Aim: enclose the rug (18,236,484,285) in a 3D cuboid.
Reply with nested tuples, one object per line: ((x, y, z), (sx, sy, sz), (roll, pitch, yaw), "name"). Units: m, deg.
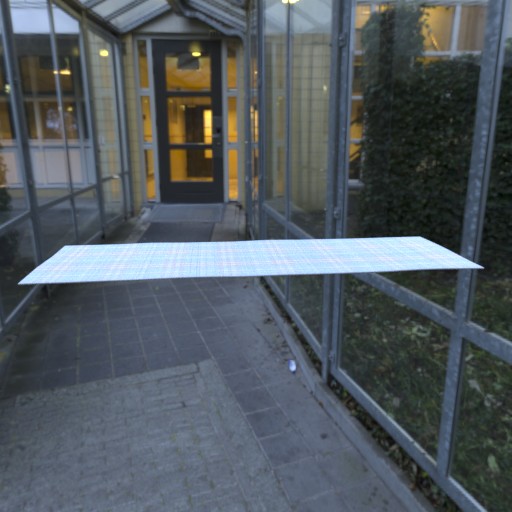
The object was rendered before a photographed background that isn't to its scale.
((0.000, 0.000, 2.669), (2.439, 0.013, 0.762), (-2, 16, -6), "rug")
